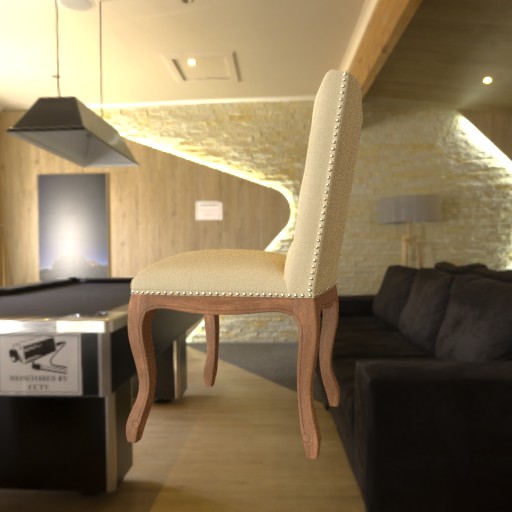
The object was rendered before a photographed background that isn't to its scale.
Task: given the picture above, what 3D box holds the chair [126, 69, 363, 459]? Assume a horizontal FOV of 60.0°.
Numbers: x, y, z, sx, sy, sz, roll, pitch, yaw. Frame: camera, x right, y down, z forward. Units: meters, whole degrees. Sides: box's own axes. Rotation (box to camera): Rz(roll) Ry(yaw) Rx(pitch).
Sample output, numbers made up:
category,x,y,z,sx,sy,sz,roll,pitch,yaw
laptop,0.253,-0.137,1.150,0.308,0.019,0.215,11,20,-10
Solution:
category,x,y,z,sx,sy,sz,roll,pitch,yaw
chair,0.000,0.000,1.575,0.715,1.165,0.623,0,1,18
